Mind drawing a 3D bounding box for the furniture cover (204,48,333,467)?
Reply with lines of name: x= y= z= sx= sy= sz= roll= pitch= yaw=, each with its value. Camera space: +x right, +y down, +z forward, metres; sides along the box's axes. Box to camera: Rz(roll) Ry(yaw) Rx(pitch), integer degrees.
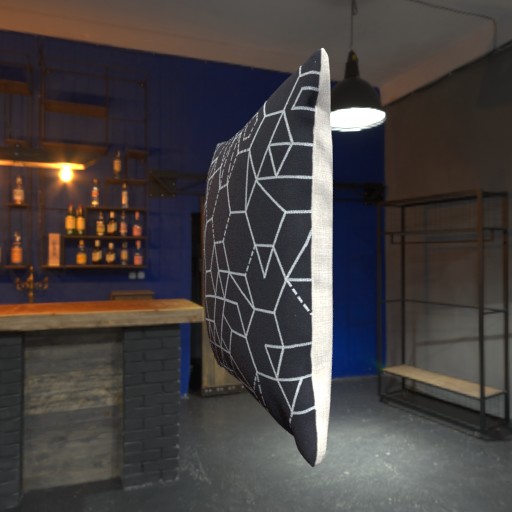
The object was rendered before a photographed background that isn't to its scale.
furniture cover: x=0.000 y=0.000 z=0.777 sx=0.158 sy=0.508 sz=0.517 roll=0 pitch=0 yaw=-18
